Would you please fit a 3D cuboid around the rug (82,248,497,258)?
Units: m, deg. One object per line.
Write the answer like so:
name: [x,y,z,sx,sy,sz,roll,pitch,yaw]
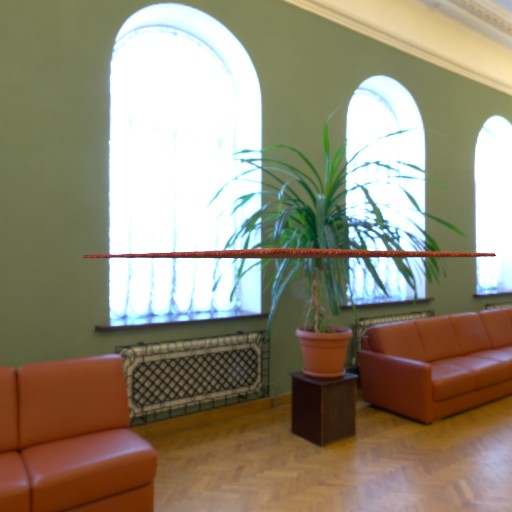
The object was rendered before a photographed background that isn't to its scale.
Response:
rug: [0.000,0.000,2.266,1.230,0.018,1.835,0,-1,-36]
